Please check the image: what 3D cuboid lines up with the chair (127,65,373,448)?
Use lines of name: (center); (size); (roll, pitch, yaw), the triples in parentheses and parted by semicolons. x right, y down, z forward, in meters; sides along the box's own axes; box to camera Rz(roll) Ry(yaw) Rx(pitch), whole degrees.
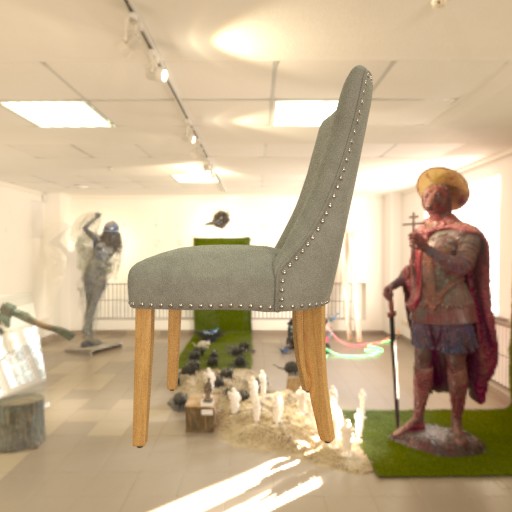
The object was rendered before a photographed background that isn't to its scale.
chair: (0.000, 0.000, 1.260); (0.610, 0.902, 0.495); (0, 1, 0)
